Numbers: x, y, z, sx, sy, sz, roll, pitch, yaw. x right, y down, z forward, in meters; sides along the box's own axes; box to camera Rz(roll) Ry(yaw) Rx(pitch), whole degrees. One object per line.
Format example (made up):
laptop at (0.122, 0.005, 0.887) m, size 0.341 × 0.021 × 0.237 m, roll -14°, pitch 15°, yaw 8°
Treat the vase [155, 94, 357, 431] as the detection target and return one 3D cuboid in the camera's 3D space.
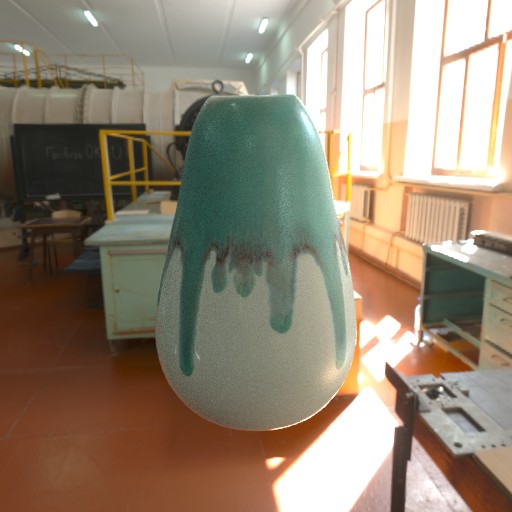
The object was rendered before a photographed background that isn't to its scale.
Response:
vase at (0.000, 0.000, 0.253) m, size 0.116 × 0.179 × 0.116 m, roll 0°, pitch 12°, yaw 0°
